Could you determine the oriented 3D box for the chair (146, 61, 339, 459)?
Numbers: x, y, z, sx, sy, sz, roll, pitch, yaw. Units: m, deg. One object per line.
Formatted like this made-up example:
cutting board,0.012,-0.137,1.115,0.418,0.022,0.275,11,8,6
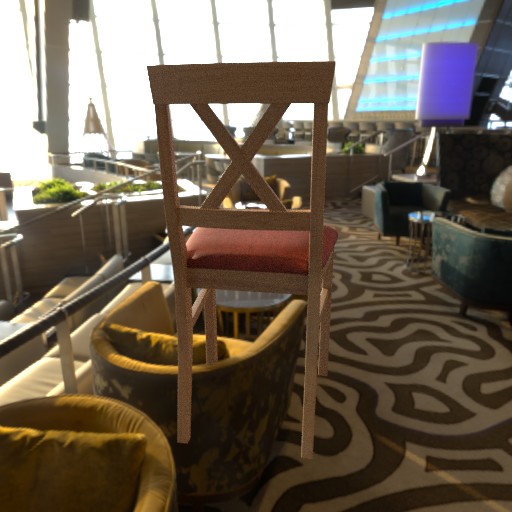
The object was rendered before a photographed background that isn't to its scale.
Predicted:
chair,0.000,0.000,1.196,0.439,0.912,0.492,3,17,9
